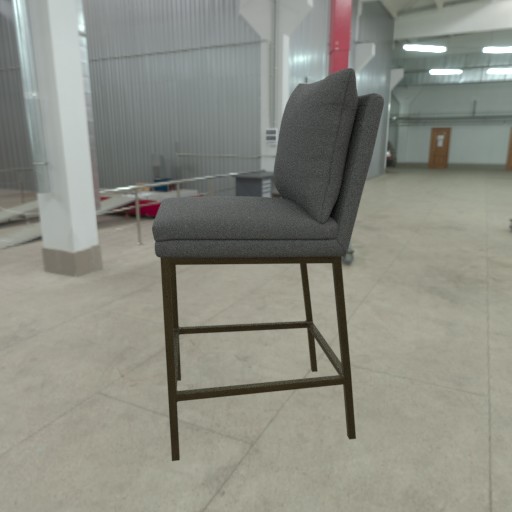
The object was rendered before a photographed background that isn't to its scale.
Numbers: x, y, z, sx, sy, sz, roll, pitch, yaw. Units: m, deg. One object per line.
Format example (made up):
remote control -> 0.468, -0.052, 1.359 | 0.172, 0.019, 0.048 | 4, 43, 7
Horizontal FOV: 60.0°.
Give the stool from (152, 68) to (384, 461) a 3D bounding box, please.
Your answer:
stool -> 0.000, 0.000, 1.340 | 0.569, 1.030, 0.463 | -2, 15, -8
